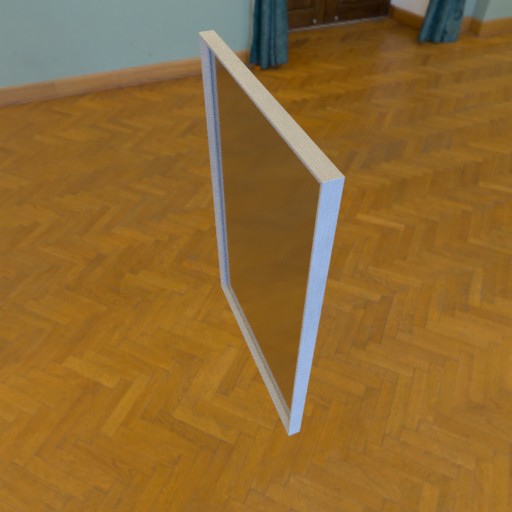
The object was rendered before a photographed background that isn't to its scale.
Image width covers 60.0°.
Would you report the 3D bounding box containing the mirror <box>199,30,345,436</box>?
[{"bbox_3d":[0.000,0.000,1.161,0.041,0.915,0.609,-16,49,-15],"label":"mirror"}]
